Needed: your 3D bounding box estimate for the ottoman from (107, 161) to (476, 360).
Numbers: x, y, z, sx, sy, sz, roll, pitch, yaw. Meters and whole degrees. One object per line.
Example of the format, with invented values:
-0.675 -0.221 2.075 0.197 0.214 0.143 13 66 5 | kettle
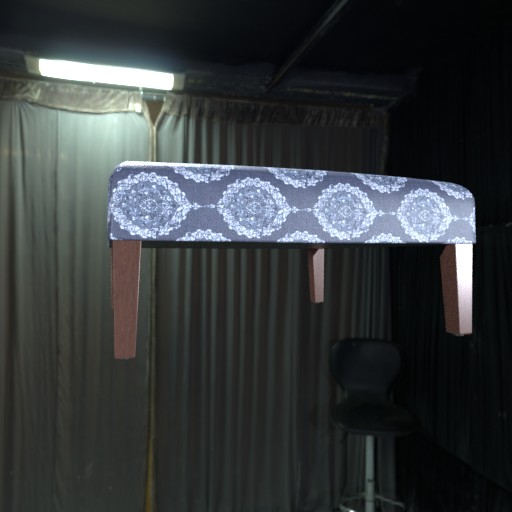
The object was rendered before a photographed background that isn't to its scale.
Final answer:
0.000 0.000 1.399 0.890 0.409 0.889 0 0 -18 | ottoman
